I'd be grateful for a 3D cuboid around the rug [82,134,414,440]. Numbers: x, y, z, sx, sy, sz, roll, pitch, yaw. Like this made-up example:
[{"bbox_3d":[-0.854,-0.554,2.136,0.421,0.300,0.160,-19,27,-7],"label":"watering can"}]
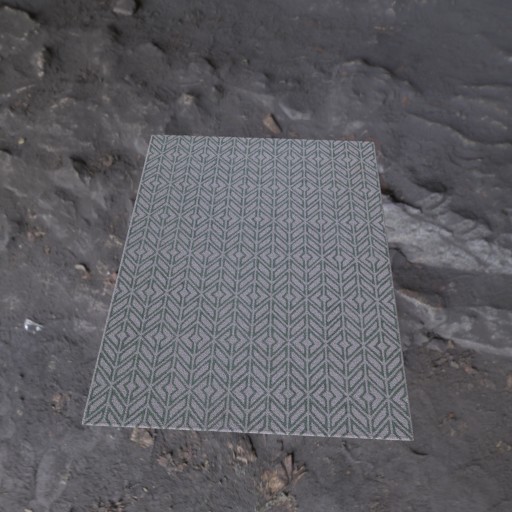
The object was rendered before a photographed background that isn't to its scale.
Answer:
[{"bbox_3d":[0.000,0.000,4.049,2.441,0.017,3.050,2,58,1],"label":"rug"}]
